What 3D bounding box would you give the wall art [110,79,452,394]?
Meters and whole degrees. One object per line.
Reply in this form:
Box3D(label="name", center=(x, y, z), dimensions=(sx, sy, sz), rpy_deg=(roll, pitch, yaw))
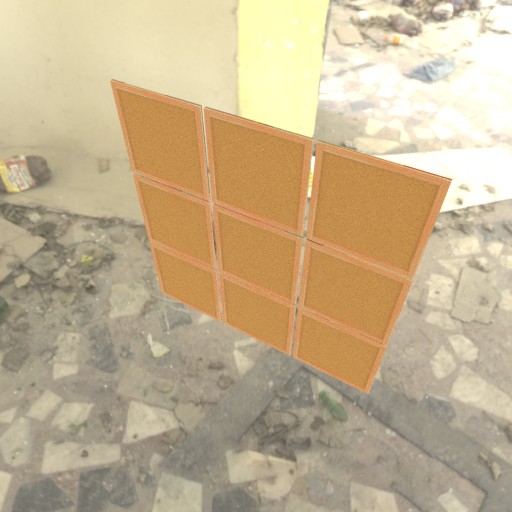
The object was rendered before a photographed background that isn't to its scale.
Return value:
Box3D(label="wall art", center=(0.000, 0.000, 1.841), dimensions=(1.216, 1.220, 0.013), rpy_deg=(23, 50, 20))
